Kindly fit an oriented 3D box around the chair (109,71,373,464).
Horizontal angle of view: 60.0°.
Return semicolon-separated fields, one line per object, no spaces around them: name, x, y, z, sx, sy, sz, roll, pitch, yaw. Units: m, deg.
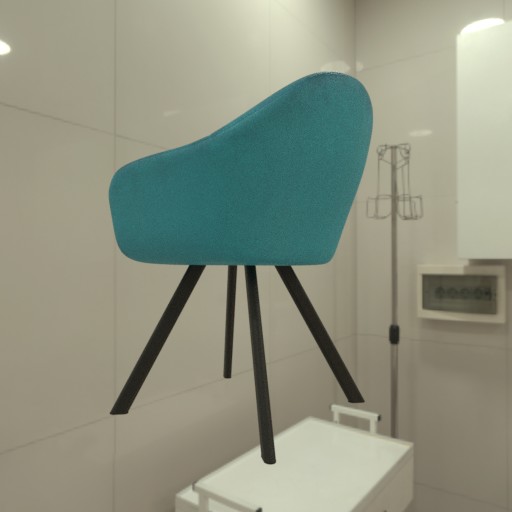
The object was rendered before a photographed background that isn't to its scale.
chair;0.000;0.000;1.125;0.570;0.780;0.540;-1;-1;35
